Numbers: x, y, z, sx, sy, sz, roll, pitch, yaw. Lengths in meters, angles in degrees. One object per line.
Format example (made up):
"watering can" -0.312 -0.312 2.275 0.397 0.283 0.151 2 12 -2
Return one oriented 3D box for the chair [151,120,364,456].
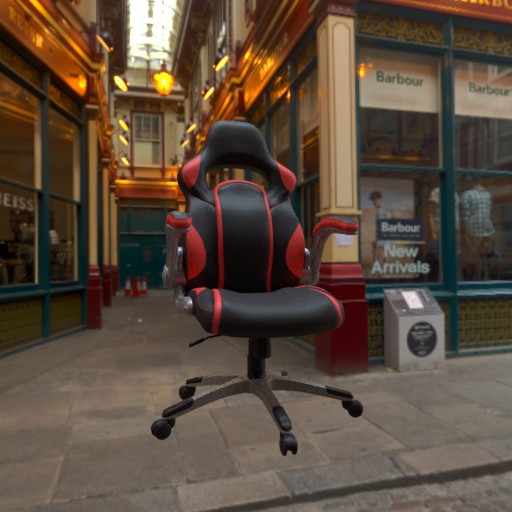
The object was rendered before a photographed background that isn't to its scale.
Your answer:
"chair" 0.000 0.000 1.613 0.758 1.165 0.712 0 0 -17
